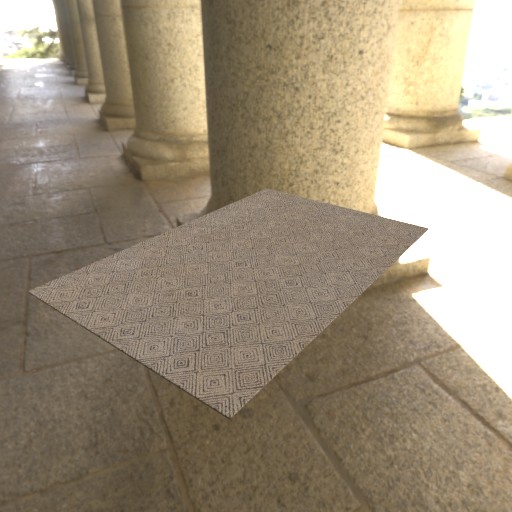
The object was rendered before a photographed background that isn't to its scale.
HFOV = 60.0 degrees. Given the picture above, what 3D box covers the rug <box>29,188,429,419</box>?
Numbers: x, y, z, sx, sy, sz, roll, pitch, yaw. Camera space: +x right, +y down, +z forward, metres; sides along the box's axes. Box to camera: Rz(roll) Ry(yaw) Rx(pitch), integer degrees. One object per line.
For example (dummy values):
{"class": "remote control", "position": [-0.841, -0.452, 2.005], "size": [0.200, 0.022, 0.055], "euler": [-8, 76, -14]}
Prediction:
{"class": "rug", "position": [0.000, 0.000, 2.272], "size": [1.175, 0.008, 1.783], "euler": [19, 33, 33]}
